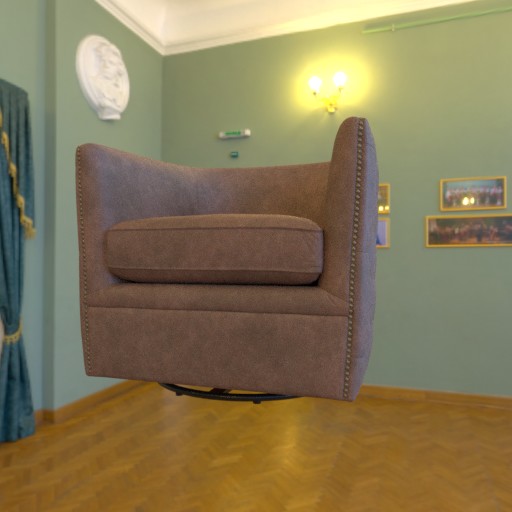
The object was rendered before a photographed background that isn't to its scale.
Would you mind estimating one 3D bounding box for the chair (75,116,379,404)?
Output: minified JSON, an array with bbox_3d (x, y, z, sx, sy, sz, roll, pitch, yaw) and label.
[{"bbox_3d":[0.000,0.000,1.546,0.850,0.790,0.870,0,-1,18],"label":"chair"}]
